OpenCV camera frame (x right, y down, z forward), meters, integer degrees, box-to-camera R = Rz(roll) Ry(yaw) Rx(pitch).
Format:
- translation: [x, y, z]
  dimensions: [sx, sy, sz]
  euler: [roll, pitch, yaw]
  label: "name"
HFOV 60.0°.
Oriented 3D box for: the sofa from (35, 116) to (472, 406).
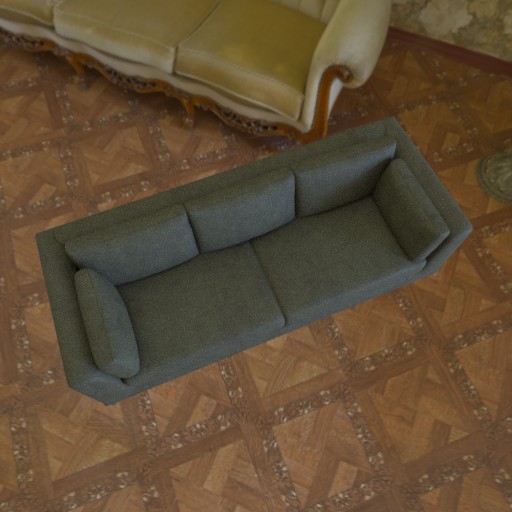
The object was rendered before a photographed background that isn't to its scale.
- translation: [0.000, 0.000, 2.880]
  dimensions: [2.415, 0.867, 0.969]
  euler: [-20, 65, -10]
  label: "sofa"
